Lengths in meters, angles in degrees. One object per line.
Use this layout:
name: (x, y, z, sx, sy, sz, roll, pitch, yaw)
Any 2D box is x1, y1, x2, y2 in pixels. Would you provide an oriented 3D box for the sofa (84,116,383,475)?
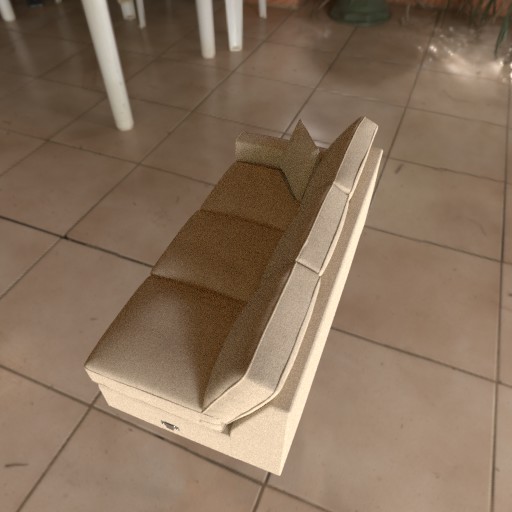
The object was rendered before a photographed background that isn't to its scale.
sofa: (0.000, 0.000, 2.575, 1.034, 0.946, 1.962, 16, 49, 15)
